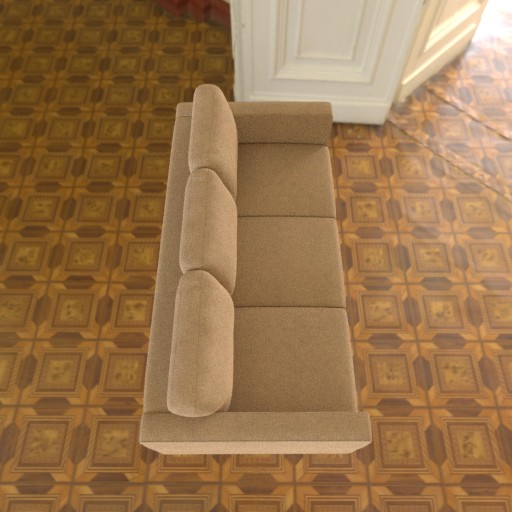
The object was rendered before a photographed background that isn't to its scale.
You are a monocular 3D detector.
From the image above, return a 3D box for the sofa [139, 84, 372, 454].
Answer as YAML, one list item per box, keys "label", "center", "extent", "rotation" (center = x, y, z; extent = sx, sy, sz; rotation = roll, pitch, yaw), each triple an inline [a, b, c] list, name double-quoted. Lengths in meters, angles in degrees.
- label: "sofa"
  center: [0.000, 0.000, 2.319]
  extent: [0.930, 0.800, 1.855]
  rotation: [0, 61, 0]
